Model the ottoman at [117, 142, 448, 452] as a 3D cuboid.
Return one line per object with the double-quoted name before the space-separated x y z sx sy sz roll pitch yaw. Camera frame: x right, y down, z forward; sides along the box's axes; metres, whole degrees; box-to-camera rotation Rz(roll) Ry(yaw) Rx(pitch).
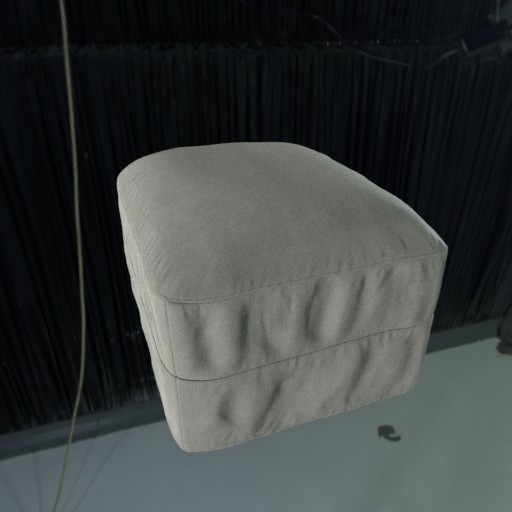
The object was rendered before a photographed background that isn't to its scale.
"ottoman" 0.000 0.000 1.082 0.584 0.480 0.712 -11 31 -18
